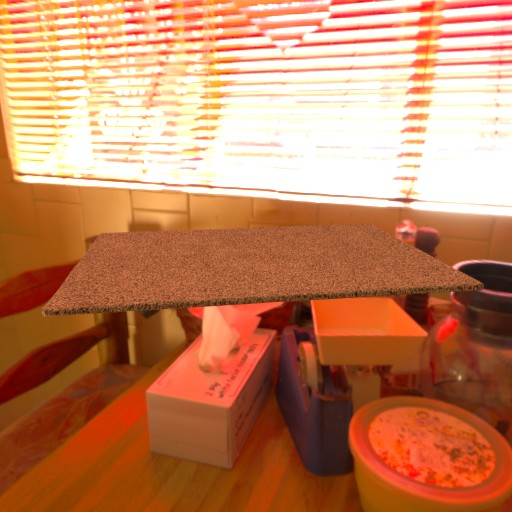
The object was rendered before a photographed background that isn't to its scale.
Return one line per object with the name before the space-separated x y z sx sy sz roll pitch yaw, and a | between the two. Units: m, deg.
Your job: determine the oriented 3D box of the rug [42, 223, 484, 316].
rug | 0.000 0.000 2.324 1.778 0.030 1.219 -3 17 -9
